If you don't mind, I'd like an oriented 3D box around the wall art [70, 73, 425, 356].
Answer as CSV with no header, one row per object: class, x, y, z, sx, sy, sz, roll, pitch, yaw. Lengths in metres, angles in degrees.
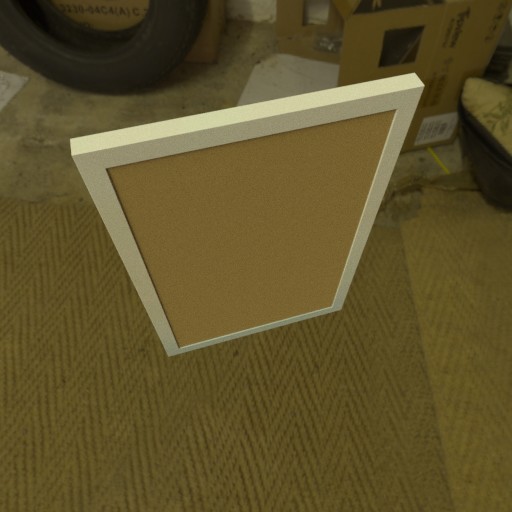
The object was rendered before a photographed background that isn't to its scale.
wall art,0.000,0.000,1.135,0.612,0.915,0.039,-14,59,-9
